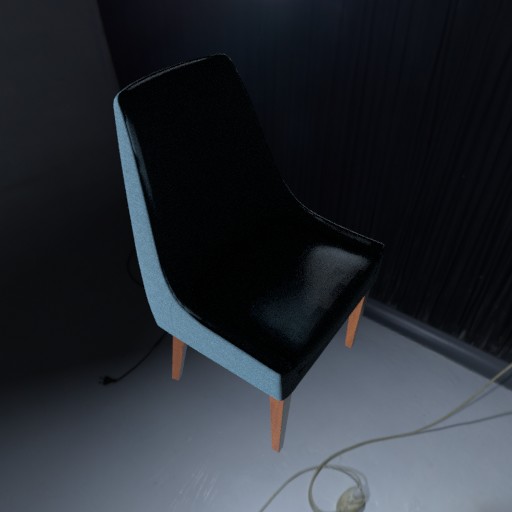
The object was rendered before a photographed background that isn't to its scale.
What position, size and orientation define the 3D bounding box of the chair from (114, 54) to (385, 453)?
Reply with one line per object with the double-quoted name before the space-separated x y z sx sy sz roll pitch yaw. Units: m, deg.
"chair" 0.000 0.000 1.167 0.544 0.861 0.529 25 47 26
